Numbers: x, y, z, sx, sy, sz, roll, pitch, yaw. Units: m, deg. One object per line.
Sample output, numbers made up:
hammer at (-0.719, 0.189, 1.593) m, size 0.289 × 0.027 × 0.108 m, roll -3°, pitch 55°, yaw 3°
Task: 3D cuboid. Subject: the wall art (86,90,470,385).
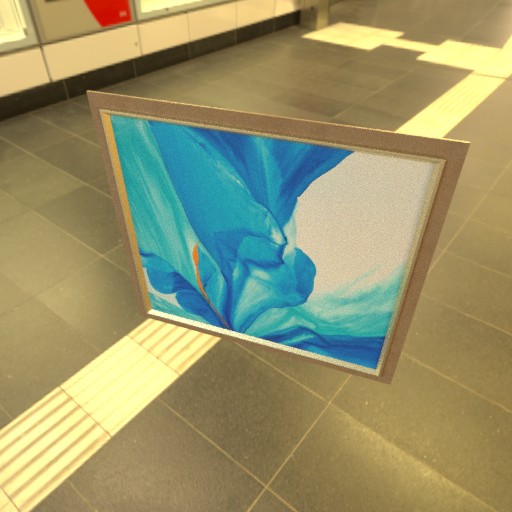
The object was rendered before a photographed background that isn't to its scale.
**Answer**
wall art at (0.000, 0.000, 1.629) m, size 1.168 × 1.067 × 0.025 m, roll 12°, pitch 41°, yaw 15°
